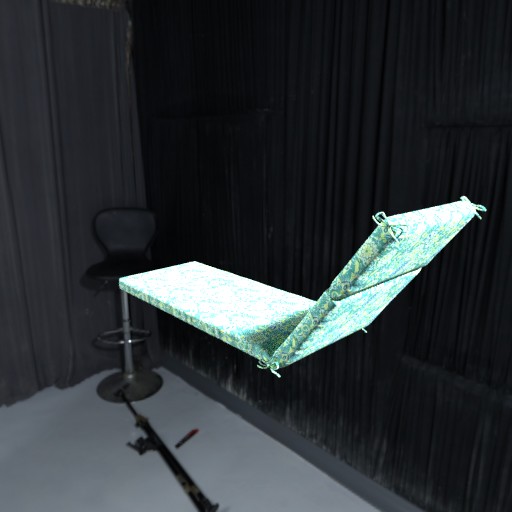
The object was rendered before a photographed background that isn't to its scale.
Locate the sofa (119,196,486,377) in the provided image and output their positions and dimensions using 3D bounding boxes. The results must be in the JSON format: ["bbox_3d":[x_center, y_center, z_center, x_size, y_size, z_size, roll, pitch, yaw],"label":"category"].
[{"bbox_3d":[0.000,0.000,1.942,0.582,0.622,1.663,-13,20,-41],"label":"sofa"}]
